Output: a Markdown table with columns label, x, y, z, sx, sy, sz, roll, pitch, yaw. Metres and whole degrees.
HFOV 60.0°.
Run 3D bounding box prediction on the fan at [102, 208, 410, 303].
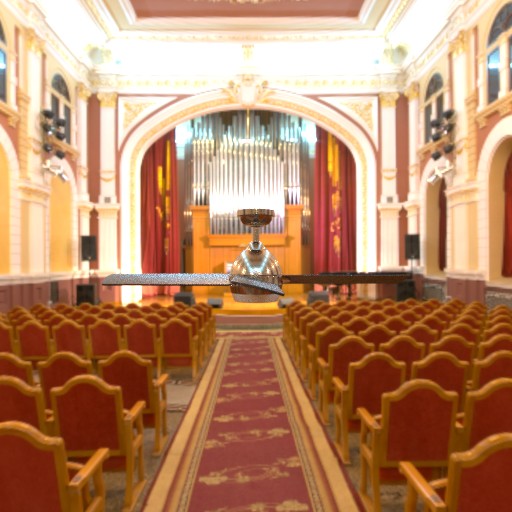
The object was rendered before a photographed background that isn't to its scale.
| label | x | y | z | sx | sy | sz | roll | pitch | yaw |
| --- | --- | --- | --- | --- | --- | --- | --- | --- | --- |
| fan | 0.000 | 0.000 | 1.965 | 1.332 | 0.403 | 1.332 | 0 | -1 | 0 |
